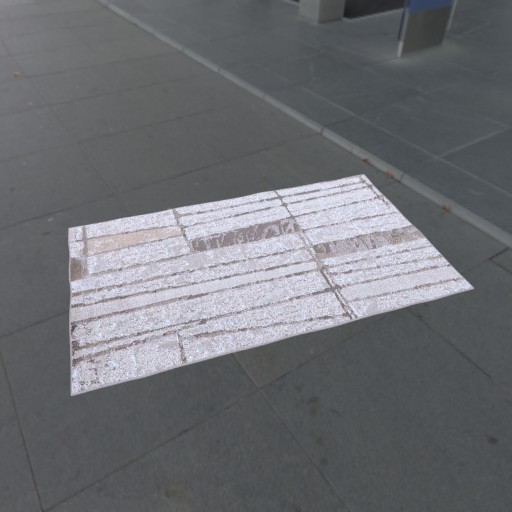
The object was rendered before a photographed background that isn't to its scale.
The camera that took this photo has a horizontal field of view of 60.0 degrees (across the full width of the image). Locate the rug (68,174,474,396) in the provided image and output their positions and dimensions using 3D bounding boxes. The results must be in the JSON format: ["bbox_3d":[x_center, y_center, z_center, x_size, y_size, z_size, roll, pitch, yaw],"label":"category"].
[{"bbox_3d":[0.000,0.000,1.077,0.867,0.007,0.515,-12,43,-13],"label":"rug"}]
